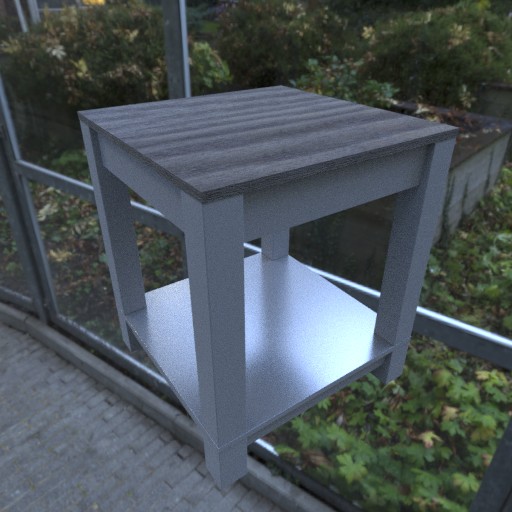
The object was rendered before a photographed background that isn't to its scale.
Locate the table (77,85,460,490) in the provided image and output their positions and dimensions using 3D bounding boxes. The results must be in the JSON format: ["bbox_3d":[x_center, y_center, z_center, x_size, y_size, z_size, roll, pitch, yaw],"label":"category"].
[{"bbox_3d":[0.000,0.000,0.968,0.506,0.587,0.504,-19,36,-30],"label":"table"}]
